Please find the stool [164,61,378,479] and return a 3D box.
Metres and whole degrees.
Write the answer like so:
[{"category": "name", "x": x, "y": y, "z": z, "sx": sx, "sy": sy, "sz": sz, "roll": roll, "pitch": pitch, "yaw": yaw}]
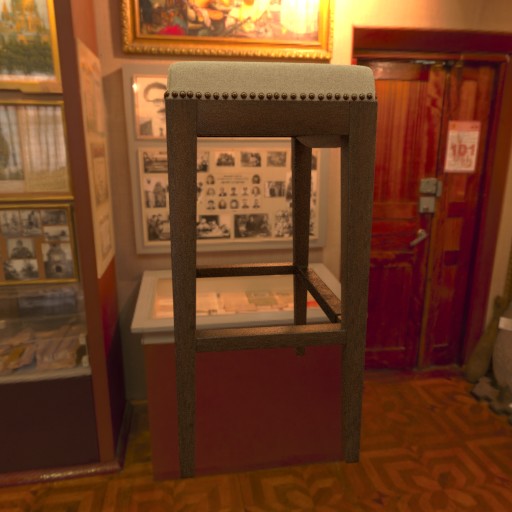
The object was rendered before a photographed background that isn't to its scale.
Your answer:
[{"category": "stool", "x": 0.000, "y": 0.000, "z": 1.020, "sx": 0.358, "sy": 0.759, "sz": 0.498, "roll": -2, "pitch": 15, "yaw": -7}]
